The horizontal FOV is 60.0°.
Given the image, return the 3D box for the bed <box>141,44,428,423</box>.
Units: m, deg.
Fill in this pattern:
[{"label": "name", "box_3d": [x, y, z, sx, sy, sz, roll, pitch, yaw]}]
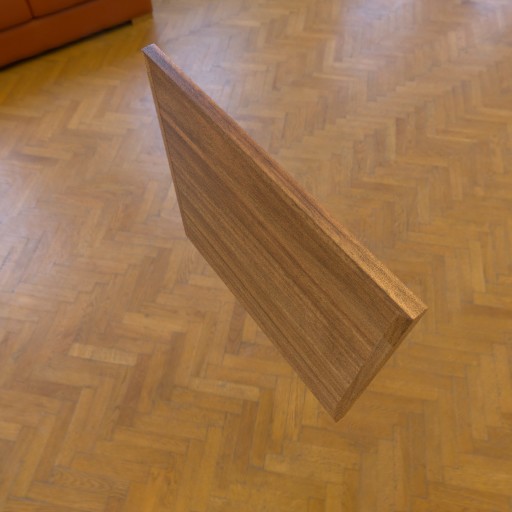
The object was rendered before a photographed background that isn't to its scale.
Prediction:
[{"label": "bed", "box_3d": [0.000, 0.000, 1.451, 0.043, 0.940, 1.041, -32, 64, -18]}]
